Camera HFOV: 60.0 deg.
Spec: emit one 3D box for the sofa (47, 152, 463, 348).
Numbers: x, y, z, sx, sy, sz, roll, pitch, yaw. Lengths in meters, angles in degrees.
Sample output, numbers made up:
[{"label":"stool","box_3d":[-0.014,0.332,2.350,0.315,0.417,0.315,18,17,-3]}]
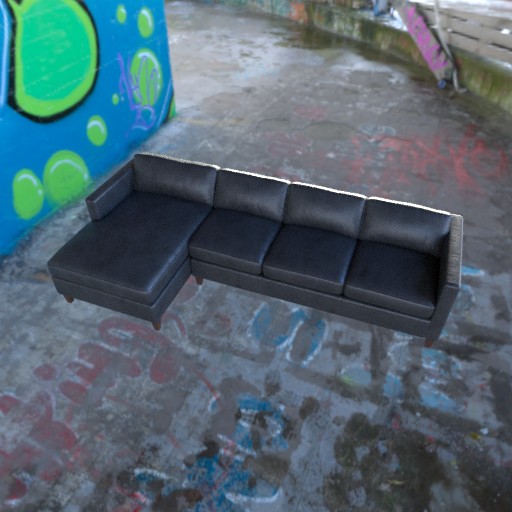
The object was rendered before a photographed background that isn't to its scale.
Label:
[{"label":"sofa","box_3d":[0.000,0.000,3.850,3.203,0.883,1.581,14,43,15]}]
